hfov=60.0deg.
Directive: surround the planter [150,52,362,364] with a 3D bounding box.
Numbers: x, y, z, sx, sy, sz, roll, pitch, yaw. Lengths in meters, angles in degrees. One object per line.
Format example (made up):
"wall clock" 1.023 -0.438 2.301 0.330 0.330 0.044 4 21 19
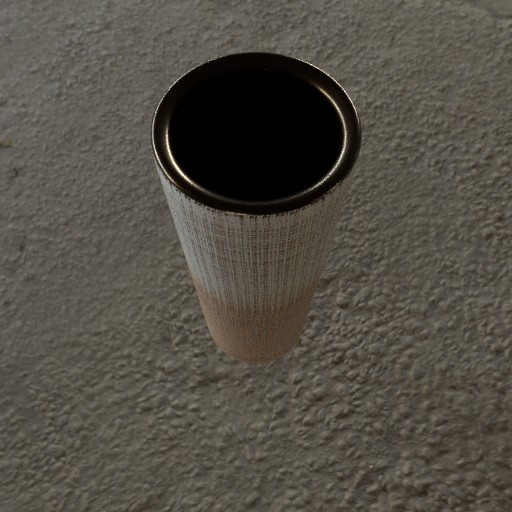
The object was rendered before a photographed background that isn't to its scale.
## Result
"planter" 0.000 0.000 0.329 0.099 0.278 0.099 16 65 8
